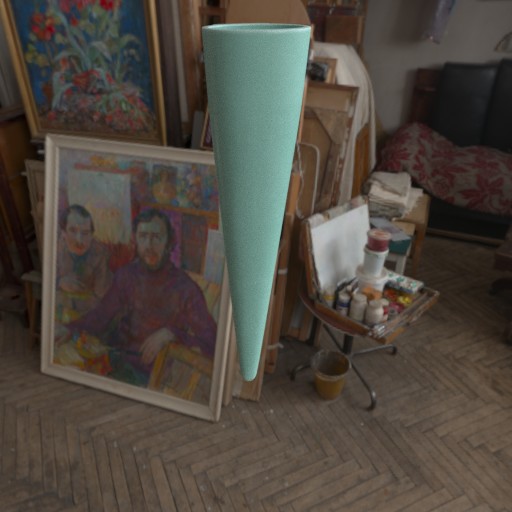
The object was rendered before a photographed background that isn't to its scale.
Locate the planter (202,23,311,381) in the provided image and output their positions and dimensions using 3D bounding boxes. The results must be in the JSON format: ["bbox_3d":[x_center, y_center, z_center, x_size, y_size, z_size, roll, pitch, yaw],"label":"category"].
[{"bbox_3d":[0.000,0.000,0.289,0.054,0.268,0.055,-10,33,-15],"label":"planter"}]
